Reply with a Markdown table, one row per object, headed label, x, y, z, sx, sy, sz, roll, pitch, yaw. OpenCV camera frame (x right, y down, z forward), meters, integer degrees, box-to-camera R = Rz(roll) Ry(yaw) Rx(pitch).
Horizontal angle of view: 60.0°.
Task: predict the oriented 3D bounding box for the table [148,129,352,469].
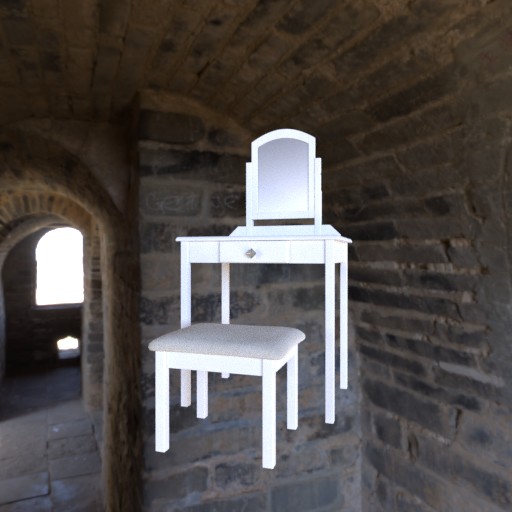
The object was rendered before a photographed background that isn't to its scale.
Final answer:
| label | x | y | z | sx | sy | sz | roll | pitch | yaw |
| --- | --- | --- | --- | --- | --- | --- | --- | --- | --- |
| table | 0.000 | 0.000 | 2.325 | 0.876 | 1.631 | 1.211 | 0 | 0 | 18 |
